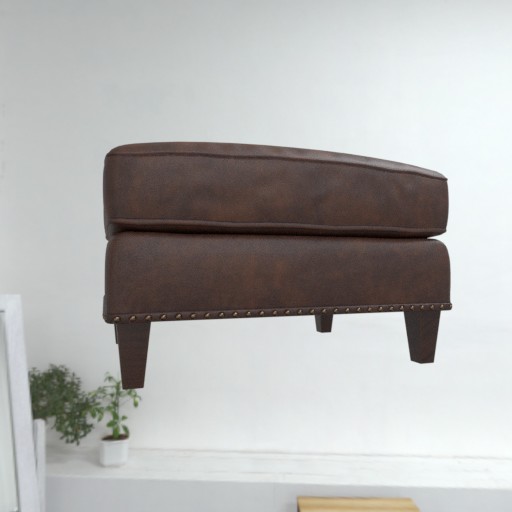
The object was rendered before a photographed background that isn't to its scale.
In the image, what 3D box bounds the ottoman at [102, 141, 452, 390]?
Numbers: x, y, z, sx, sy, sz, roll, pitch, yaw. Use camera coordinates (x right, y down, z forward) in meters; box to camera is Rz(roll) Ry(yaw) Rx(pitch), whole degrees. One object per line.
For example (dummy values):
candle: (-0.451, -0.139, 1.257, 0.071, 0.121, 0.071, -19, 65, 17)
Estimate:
ottoman: (0.000, 0.000, 1.135, 0.742, 0.486, 0.586, 0, -1, -19)
